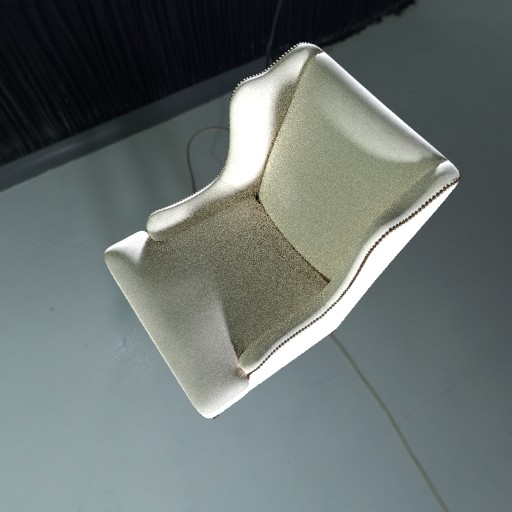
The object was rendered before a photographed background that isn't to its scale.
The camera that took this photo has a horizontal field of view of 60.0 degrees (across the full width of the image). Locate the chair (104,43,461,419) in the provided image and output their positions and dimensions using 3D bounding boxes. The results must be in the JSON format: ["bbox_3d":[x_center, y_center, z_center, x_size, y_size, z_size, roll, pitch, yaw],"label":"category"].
[{"bbox_3d":[0.000,0.000,1.635,0.940,1.029,0.737,-32,67,-15],"label":"chair"}]
